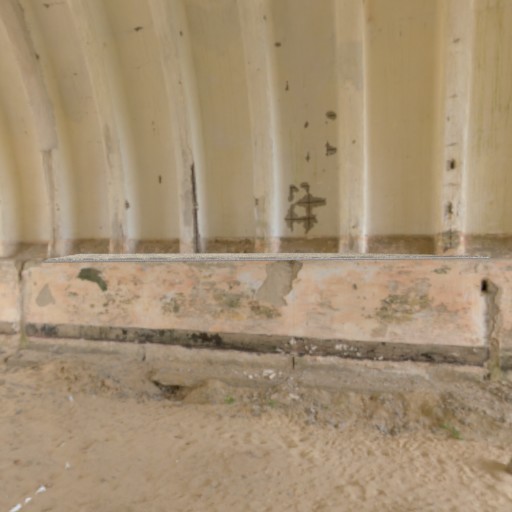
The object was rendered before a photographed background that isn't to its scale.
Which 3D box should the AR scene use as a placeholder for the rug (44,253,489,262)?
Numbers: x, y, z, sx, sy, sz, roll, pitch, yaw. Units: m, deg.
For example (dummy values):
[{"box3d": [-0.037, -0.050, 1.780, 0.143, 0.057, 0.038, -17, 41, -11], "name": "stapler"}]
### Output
[{"box3d": [0.000, 0.000, 3.457, 2.746, 0.018, 1.819, 0, 1, -17], "name": "rug"}]
